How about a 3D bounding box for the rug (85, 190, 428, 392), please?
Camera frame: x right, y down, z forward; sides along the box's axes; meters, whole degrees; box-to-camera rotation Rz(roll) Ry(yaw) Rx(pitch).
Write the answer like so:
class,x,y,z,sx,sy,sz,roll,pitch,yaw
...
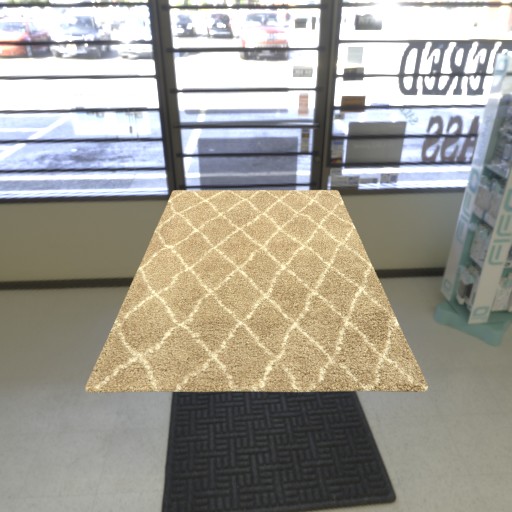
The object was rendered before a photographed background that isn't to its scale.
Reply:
class,x,y,z,sx,sy,sz,roll,pitch,yaw
rug,0.000,0.000,3.020,1.524,0.030,2.438,0,29,0
